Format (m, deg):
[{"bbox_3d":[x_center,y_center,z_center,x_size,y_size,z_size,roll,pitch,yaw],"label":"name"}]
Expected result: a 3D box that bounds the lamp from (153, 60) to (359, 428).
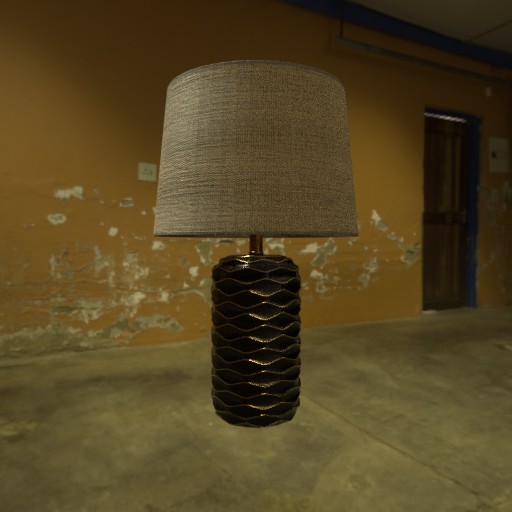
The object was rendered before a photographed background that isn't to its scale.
[{"bbox_3d":[0.000,0.000,0.832,0.376,0.594,0.376,0,2,0],"label":"lamp"}]
